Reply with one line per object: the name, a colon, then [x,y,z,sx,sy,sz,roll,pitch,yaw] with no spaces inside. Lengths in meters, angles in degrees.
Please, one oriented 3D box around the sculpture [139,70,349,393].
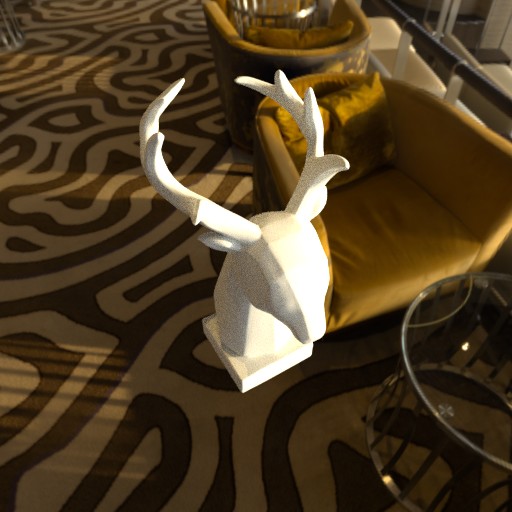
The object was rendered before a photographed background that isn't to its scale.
sculpture: [0.000,0.000,0.461,0.174,0.329,0.224,-23,50,-21]
